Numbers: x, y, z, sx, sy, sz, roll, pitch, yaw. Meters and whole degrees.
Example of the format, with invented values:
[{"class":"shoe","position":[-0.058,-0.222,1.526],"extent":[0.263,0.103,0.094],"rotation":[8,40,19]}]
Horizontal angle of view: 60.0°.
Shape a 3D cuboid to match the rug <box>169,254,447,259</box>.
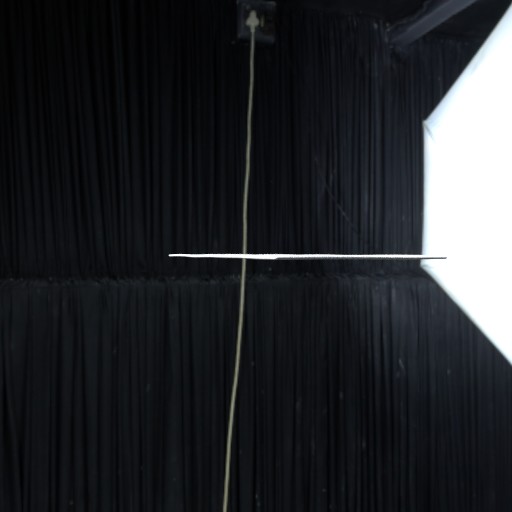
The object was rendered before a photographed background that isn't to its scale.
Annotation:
[{"class":"rug","position":[0.000,0.000,2.443],"extent":[0.645,0.015,2.182],"rotation":[0,0,-19]}]
